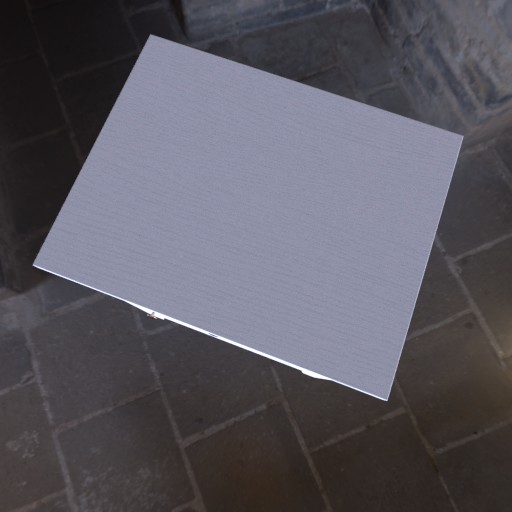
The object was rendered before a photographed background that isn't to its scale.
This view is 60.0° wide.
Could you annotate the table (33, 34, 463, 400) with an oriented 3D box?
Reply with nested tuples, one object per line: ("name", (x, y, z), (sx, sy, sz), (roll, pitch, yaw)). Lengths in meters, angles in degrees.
("table", (0.000, 0.000, 0.907), (0.480, 0.635, 0.381), (20, 77, 5))
